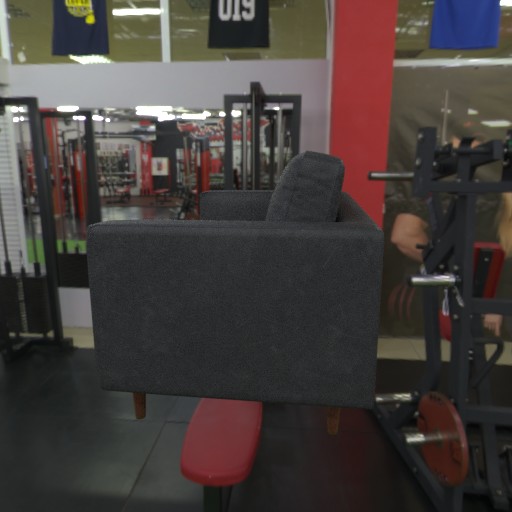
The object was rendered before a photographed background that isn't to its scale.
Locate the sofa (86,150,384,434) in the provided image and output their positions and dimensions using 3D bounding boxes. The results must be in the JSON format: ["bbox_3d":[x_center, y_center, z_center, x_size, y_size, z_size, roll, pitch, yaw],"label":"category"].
[{"bbox_3d":[0.000,0.000,1.967,0.879,0.899,1.430,2,12,7],"label":"sofa"}]
